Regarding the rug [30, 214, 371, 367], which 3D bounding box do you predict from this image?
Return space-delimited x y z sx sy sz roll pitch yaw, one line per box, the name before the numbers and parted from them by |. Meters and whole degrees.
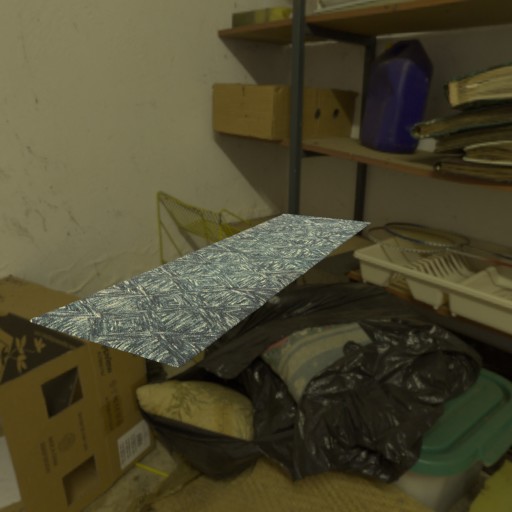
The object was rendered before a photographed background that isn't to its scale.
rug | 0.000 0.000 2.472 0.719 0.013 2.306 9 19 27
